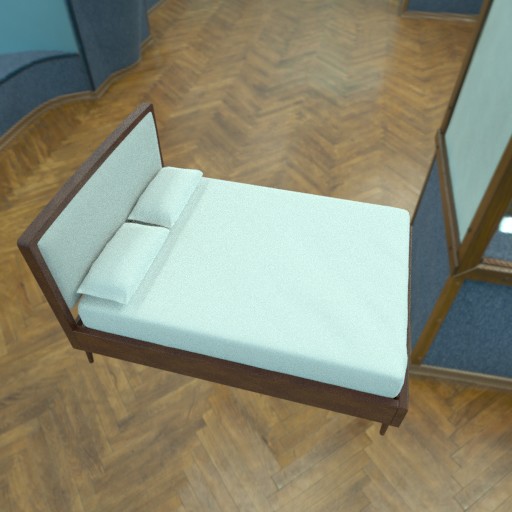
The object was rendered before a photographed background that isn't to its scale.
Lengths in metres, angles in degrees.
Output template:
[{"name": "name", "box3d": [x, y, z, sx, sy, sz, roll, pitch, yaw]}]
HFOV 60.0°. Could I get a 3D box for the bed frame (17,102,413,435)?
[{"name": "bed frame", "box3d": [0.000, 0.000, 3.082, 2.171, 1.279, 1.587, 11, 47, 10]}]
